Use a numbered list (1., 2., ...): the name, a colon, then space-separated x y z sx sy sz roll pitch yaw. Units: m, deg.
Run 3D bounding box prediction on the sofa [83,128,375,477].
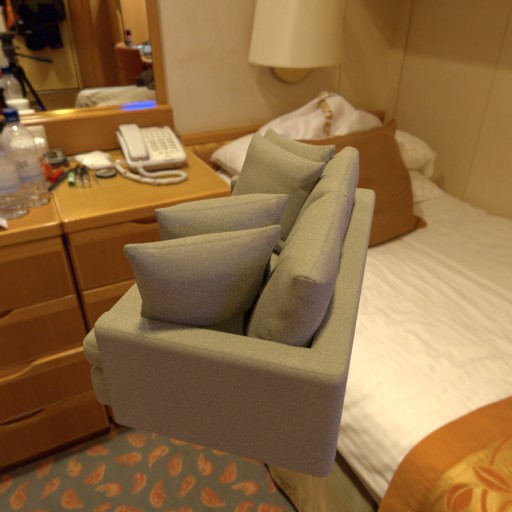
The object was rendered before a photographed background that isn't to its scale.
1. sofa: 0.000 0.000 2.567 1.228 1.080 1.869 9 32 14
